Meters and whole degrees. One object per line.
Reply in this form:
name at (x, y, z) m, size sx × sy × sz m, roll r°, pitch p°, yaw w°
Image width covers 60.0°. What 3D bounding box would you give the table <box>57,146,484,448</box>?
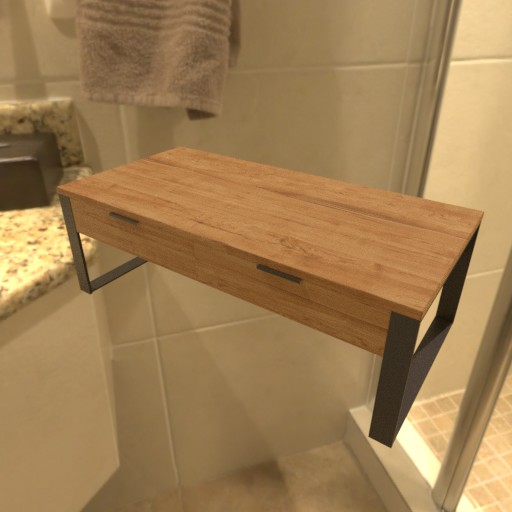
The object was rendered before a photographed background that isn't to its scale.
table at (0.000, 0.000, 1.447) m, size 1.180 × 0.400 × 0.590 m, roll 19°, pitch 35°, yaw 30°
